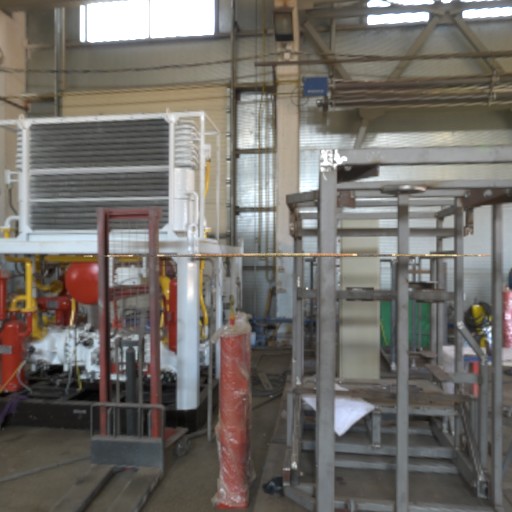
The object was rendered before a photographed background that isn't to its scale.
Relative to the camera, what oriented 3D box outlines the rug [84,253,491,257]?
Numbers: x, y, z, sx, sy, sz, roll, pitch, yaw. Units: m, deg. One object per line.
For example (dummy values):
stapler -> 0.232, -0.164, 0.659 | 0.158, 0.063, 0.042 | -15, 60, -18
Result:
rug -> 0.000, 0.000, 2.317 | 1.216, 0.006, 1.828 | 0, 0, -37
